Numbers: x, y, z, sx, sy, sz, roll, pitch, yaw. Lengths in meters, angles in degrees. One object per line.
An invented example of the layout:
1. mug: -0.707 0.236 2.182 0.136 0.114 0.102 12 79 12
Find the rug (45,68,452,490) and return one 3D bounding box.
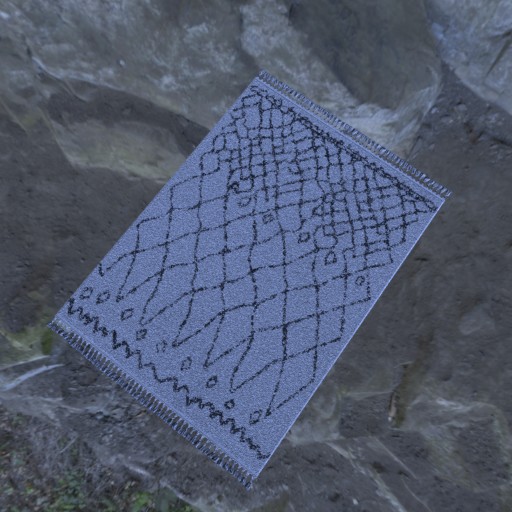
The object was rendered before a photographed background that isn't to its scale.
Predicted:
1. rug: 0.000 0.000 2.913 1.613 0.017 2.312 36 79 8
